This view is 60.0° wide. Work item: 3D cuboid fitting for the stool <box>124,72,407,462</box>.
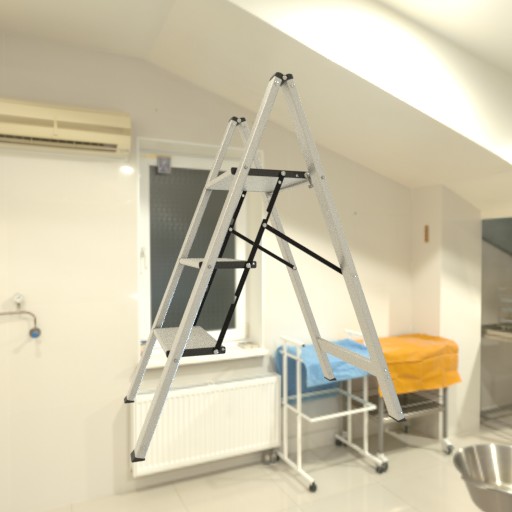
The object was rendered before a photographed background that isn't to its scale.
[{"bbox_3d":[0.000,0.000,1.295,0.730,0.902,0.441,0,1,-19],"label":"stool"}]
